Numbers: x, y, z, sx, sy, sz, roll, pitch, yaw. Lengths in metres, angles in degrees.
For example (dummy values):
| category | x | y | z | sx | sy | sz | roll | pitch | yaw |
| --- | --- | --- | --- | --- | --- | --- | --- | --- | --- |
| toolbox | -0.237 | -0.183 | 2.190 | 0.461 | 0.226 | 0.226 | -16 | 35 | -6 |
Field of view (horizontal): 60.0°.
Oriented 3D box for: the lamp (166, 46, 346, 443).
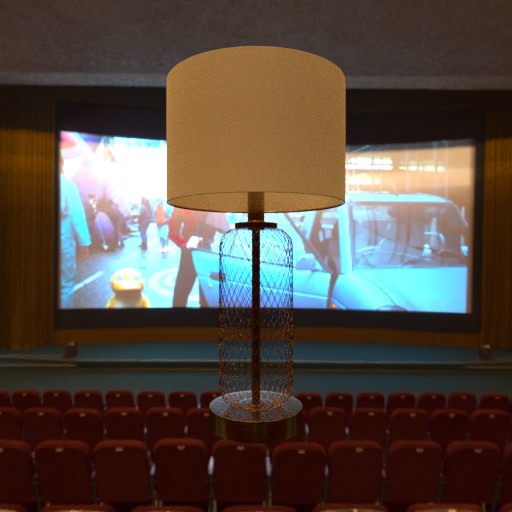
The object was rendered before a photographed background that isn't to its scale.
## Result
| category | x | y | z | sx | sy | sz | roll | pitch | yaw |
| --- | --- | --- | --- | --- | --- | --- | --- | --- | --- |
| lamp | 0.000 | 0.000 | 0.635 | 0.252 | 0.483 | 0.252 | 0 | 0 | -1 |
